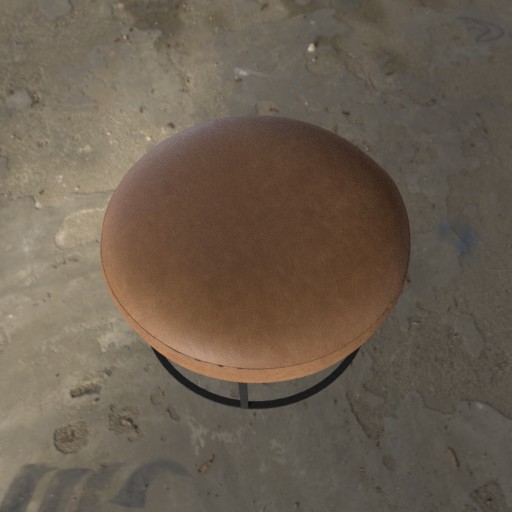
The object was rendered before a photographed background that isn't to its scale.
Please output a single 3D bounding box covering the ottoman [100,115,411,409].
[{"bbox_3d":[0.000,0.000,1.247,0.771,0.460,0.771,0,59,0],"label":"ottoman"}]
